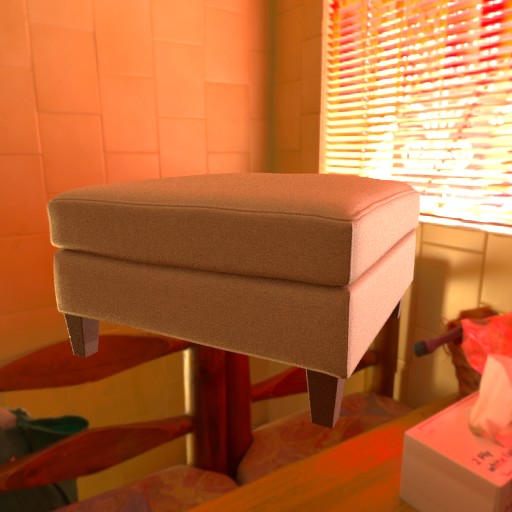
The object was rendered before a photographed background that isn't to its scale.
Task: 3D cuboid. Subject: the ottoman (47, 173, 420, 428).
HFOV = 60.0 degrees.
[{"bbox_3d":[0.000,0.000,1.364,0.838,0.503,0.838,6,14,27],"label":"ottoman"}]
